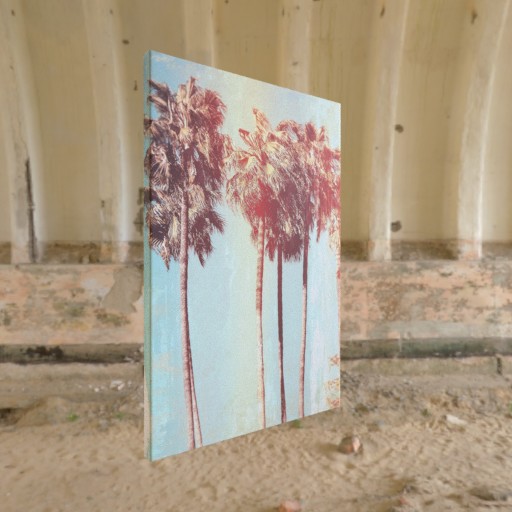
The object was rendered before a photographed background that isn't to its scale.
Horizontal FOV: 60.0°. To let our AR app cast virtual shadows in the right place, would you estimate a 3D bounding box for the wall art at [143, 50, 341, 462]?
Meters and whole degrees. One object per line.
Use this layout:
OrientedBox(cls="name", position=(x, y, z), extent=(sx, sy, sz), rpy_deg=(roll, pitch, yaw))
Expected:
OrientedBox(cls="wall art", position=(0.000, 0.000, 1.170), extent=(0.605, 0.915, 0.037), rpy_deg=(0, 1, -36))
